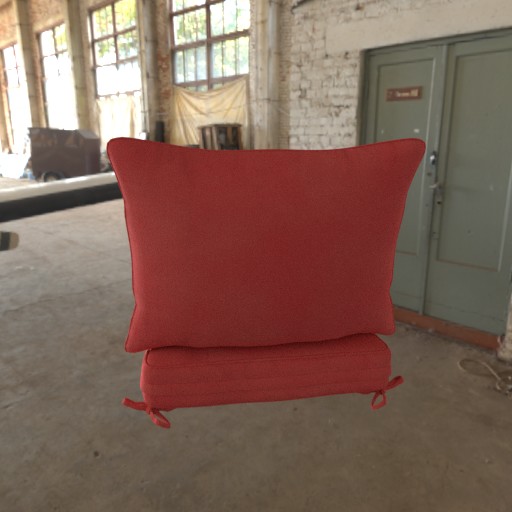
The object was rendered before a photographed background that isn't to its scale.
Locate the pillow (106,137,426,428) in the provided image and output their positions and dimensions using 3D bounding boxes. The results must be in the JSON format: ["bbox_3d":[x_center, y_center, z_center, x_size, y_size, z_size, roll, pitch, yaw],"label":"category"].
[{"bbox_3d":[0.000,0.000,1.401,0.798,0.725,0.733,-2,15,-8],"label":"pillow"}]
